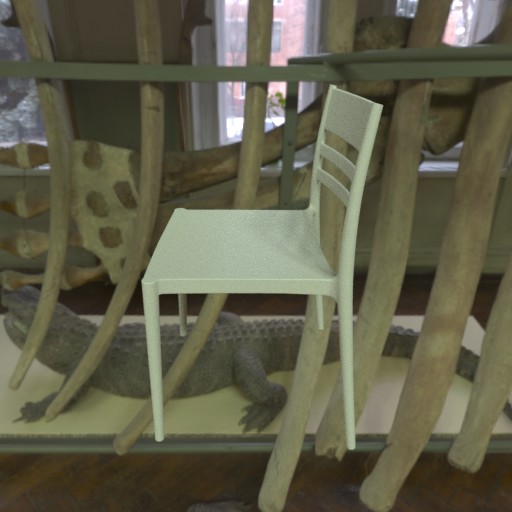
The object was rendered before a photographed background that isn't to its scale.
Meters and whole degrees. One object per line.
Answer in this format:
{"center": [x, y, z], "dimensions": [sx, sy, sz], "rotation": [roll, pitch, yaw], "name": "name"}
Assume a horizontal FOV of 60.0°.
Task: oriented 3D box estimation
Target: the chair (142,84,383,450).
{"center": [0.000, 0.000, 1.147], "dimensions": [0.511, 0.800, 0.531], "rotation": [0, 25, -1], "name": "chair"}
